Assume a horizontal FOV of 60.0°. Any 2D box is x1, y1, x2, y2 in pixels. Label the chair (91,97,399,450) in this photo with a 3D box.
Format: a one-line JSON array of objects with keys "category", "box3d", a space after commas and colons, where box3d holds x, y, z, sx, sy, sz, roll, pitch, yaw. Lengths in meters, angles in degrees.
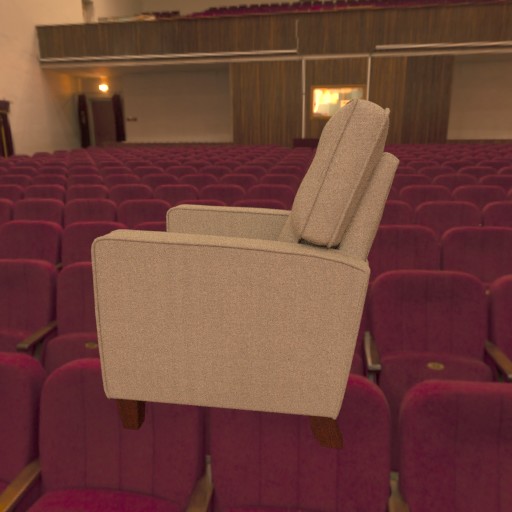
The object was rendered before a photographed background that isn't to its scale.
[{"category": "chair", "box3d": [0.000, 0.000, 1.379, 0.754, 0.888, 0.648, 2, 14, 8]}]
